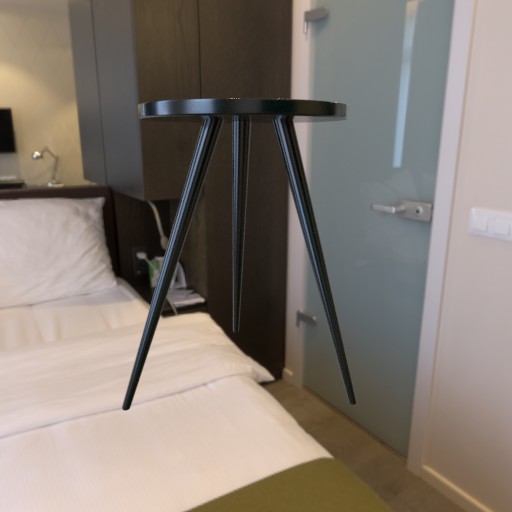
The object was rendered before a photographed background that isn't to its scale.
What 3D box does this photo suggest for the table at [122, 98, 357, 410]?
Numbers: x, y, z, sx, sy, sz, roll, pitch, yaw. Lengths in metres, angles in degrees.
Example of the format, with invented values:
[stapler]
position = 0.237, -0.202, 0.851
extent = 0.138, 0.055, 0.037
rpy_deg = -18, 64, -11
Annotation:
[table]
position = 0.000, 0.000, 0.857
extent = 0.415, 0.548, 0.403
rpy_deg = 7, 17, 26
